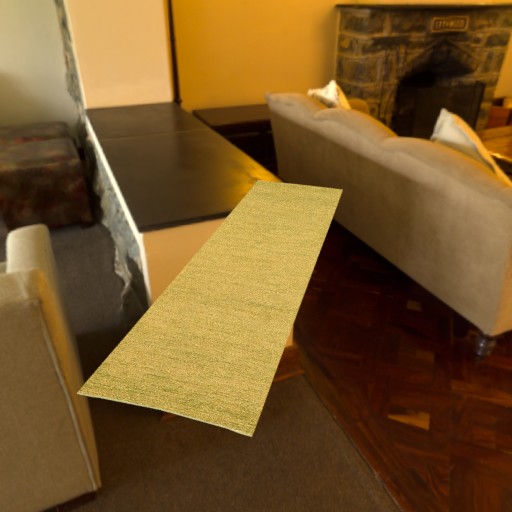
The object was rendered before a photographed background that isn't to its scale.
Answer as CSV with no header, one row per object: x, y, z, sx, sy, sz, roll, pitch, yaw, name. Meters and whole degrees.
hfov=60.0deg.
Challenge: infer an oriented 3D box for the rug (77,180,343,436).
0.000,0.000,2.539,0.686,0.013,2.340,9,31,15,rug
